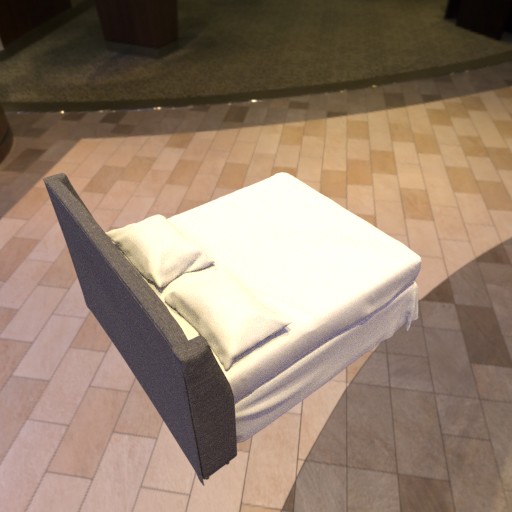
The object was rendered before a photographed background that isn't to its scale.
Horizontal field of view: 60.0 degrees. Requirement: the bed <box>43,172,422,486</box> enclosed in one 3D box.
[{"bbox_3d":[0.000,0.000,3.403,2.276,1.332,1.925,-26,47,-27],"label":"bed"}]
